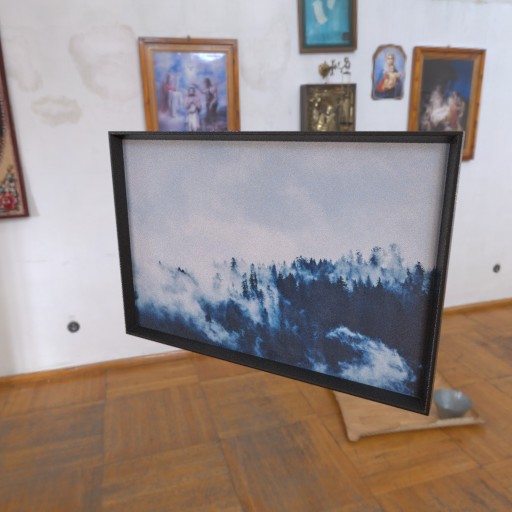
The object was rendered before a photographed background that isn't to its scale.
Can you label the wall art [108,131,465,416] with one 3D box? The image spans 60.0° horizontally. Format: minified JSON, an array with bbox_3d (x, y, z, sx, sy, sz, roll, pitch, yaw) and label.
[{"bbox_3d":[0.000,0.000,1.181,0.939,0.640,0.058,8,18,27],"label":"wall art"}]
